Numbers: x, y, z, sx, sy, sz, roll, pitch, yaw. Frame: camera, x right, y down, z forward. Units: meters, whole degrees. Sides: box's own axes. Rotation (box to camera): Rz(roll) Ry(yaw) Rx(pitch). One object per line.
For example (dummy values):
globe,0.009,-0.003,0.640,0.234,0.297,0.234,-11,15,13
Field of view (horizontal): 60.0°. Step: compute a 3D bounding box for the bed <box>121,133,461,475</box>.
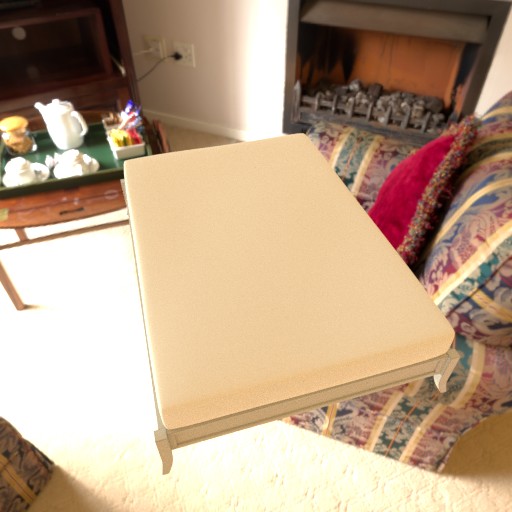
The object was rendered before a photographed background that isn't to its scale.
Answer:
bed,0.000,0.000,2.646,1.460,0.510,1.985,-12,45,-12
